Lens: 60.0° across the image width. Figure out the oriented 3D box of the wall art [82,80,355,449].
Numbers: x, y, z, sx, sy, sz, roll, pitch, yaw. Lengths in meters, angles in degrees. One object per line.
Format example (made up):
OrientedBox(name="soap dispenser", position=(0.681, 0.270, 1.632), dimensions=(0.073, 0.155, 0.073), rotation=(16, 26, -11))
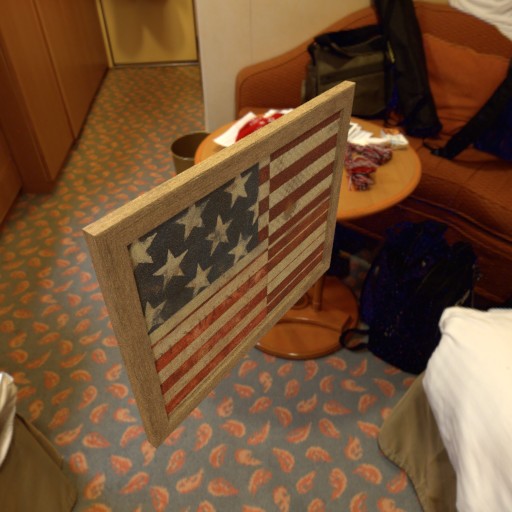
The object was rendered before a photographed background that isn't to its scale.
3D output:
OrientedBox(name="wall art", position=(0.000, 0.000, 0.931), dimensions=(0.026, 0.535, 0.690), rotation=(26, 46, 28))
